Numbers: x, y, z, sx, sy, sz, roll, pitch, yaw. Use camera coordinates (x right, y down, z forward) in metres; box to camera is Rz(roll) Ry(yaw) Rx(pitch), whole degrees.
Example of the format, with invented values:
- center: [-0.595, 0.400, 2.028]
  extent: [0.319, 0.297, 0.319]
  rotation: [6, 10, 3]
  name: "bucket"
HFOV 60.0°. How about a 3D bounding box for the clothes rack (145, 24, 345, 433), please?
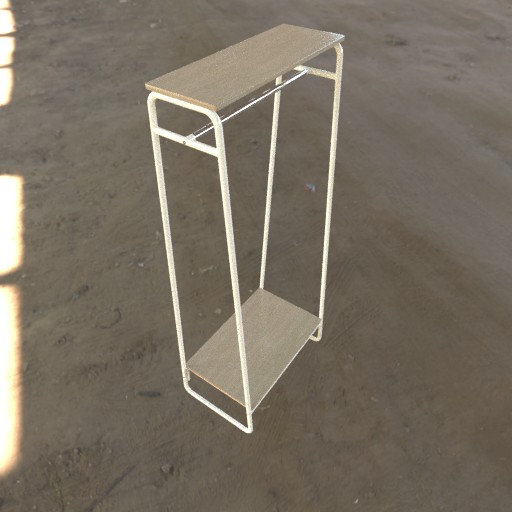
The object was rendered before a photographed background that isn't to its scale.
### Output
- center: [0.000, 0.000, 1.752]
  extent: [0.400, 1.512, 0.640]
  rotation: [26, 48, 25]
  name: "clothes rack"
